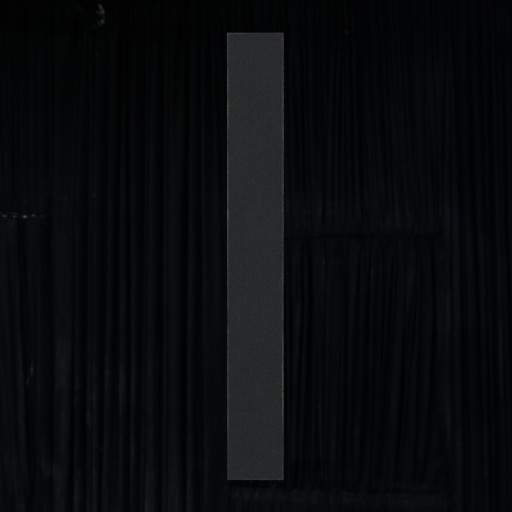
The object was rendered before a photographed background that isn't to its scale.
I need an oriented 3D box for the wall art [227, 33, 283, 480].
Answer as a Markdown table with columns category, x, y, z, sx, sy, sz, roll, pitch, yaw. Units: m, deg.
| category | x | y | z | sx | sy | sz | roll | pitch | yaw |
| --- | --- | --- | --- | --- | --- | --- | --- | --- | --- |
| wall art | 0.000 | 0.000 | 0.455 | 0.038 | 0.305 | 0.305 | 0 | 0 | 0 |
